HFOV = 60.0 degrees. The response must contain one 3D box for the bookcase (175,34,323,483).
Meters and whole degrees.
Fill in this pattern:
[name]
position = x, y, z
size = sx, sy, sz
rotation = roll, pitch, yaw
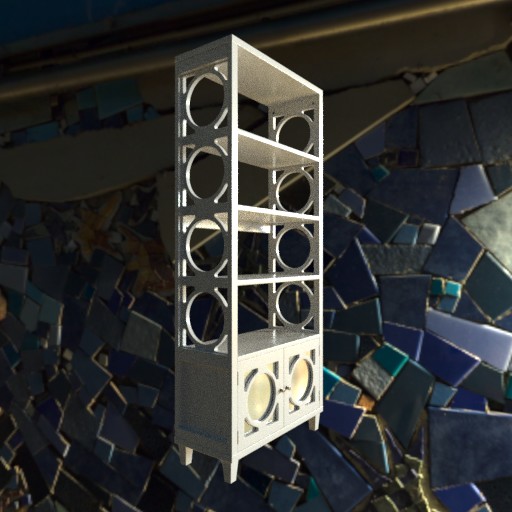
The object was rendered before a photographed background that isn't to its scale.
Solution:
[bookcase]
position = 0.000, 0.000, 2.185
size = 0.361, 1.869, 0.761
rotation = 0, 0, 37
